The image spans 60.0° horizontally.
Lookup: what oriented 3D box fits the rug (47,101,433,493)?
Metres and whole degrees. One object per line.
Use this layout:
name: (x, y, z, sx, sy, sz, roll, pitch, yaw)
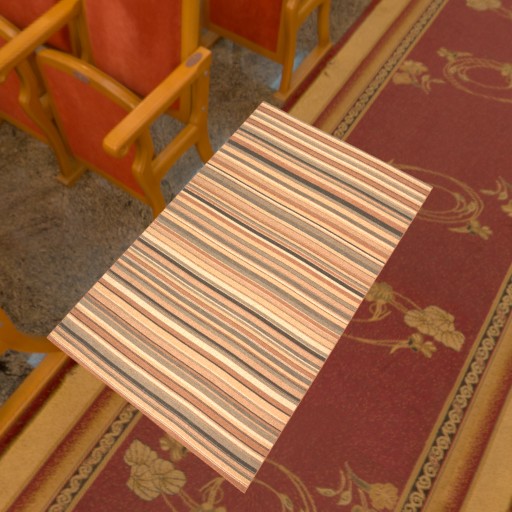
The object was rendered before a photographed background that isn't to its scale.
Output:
rug: (0.000, 0.000, 3.038, 1.523, 0.014, 2.438, 32, 68, 15)
